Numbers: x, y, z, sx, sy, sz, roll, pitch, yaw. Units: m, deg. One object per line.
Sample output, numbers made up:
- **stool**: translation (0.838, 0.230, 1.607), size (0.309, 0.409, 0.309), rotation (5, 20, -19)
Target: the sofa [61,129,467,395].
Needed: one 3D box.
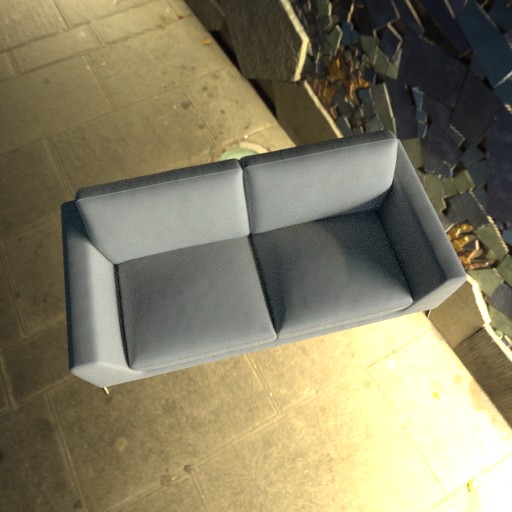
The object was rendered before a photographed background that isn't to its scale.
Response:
- **sofa**: translation (0.000, 0.000, 2.490), size (2.017, 0.875, 0.953), rotation (-12, 64, -6)
